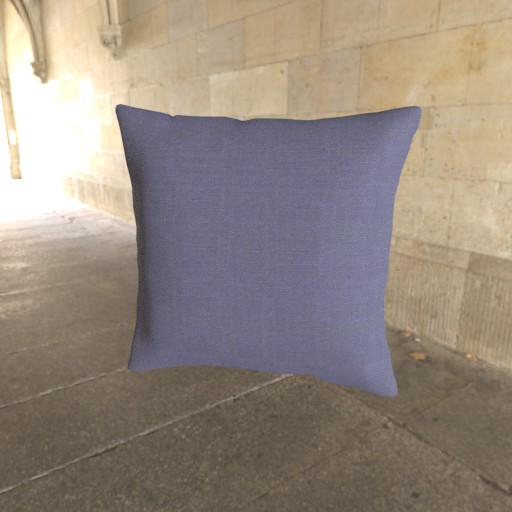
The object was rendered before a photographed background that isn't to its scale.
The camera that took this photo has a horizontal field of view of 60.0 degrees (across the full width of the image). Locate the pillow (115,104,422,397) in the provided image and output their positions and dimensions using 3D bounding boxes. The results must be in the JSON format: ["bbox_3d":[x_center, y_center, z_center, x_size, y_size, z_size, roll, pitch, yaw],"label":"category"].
[{"bbox_3d":[0.000,0.000,0.656,0.436,0.430,0.138,2,15,9],"label":"pillow"}]
